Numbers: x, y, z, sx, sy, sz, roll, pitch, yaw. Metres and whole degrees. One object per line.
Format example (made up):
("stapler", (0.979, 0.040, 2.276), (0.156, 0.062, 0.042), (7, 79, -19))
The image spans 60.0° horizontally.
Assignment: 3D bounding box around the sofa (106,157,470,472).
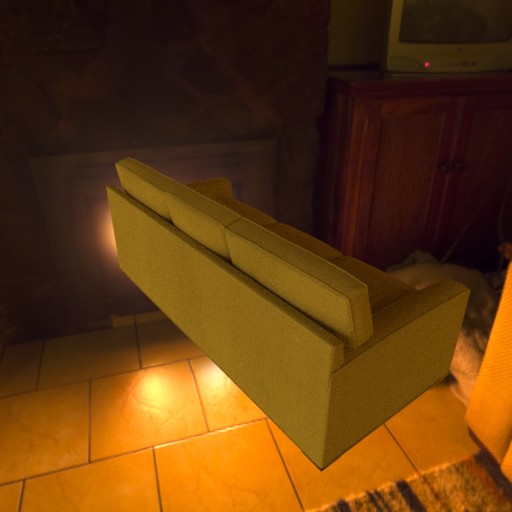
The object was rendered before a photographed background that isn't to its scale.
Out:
("sofa", (0.000, 0.000, 2.581), (0.936, 0.862, 2.093), (-20, 34, -32))
